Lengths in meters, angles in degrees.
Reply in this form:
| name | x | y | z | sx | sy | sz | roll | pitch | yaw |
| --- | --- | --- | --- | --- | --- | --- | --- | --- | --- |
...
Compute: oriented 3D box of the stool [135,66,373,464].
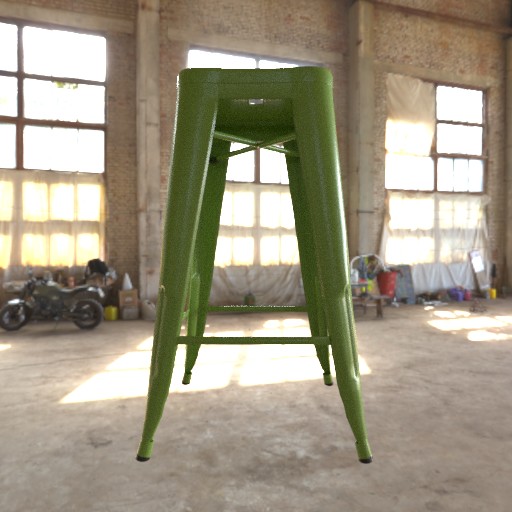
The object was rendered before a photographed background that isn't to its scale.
| name | x | y | z | sx | sy | sz | roll | pitch | yaw |
| --- | --- | --- | --- | --- | --- | --- | --- | --- | --- |
| stool | 0.000 | 0.000 | 0.847 | 0.358 | 0.609 | 0.398 | 0 | 1 | 1 |
